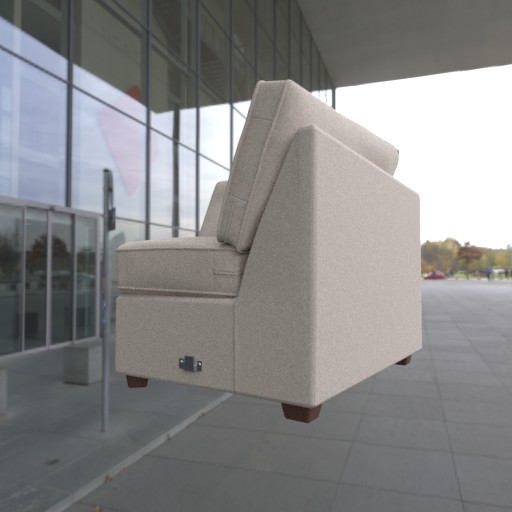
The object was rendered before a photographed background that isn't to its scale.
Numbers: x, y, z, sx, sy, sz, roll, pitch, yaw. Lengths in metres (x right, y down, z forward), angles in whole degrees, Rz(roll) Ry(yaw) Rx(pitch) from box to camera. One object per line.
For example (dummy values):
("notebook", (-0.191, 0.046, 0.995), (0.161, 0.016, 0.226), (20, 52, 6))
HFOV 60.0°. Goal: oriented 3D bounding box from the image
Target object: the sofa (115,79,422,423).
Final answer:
("sofa", (0.000, 0.000, 1.811), (1.050, 0.937, 1.042), (-1, -2, 35))
